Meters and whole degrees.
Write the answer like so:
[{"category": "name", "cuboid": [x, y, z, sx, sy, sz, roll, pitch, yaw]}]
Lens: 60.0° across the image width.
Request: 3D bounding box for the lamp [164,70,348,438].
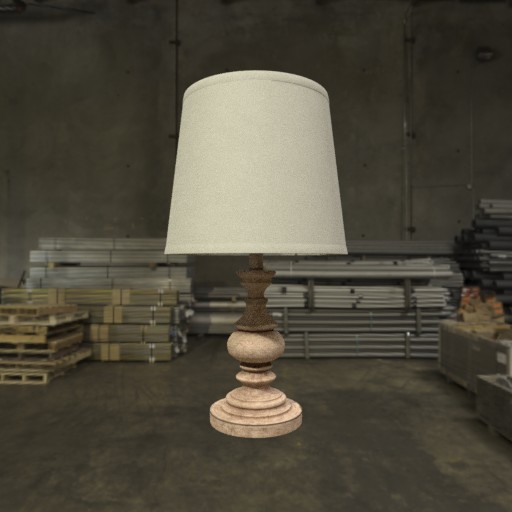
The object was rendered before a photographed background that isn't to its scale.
[{"category": "lamp", "cuboid": [0.000, 0.000, 0.674, 0.273, 0.497, 0.273, 0, -1, 0]}]
